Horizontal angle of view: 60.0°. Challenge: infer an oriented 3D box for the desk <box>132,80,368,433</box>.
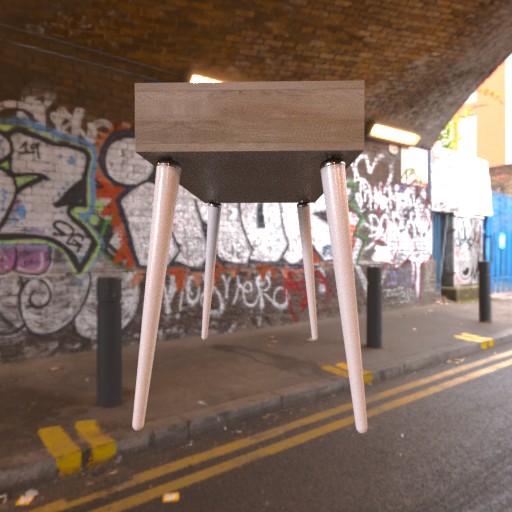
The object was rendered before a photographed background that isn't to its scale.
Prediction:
[{"bbox_3d":[0.000,0.000,1.399,0.491,0.723,0.979,0,1,2],"label":"desk"}]
